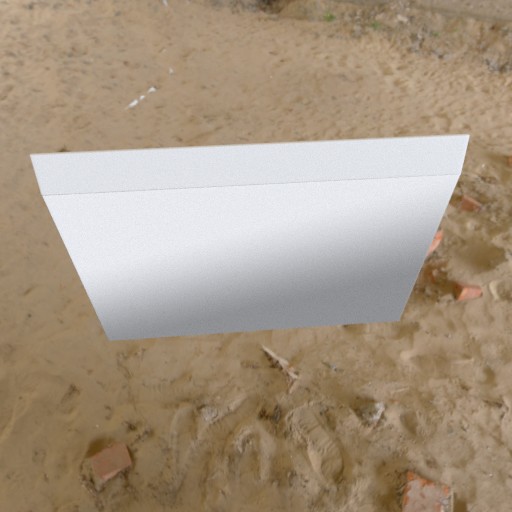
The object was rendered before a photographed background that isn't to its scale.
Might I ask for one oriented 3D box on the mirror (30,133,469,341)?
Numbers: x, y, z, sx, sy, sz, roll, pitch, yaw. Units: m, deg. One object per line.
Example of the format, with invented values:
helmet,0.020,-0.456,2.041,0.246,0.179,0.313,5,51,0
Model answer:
mirror,0.000,0.000,1.100,0.870,0.630,0.030,-3,48,-3
